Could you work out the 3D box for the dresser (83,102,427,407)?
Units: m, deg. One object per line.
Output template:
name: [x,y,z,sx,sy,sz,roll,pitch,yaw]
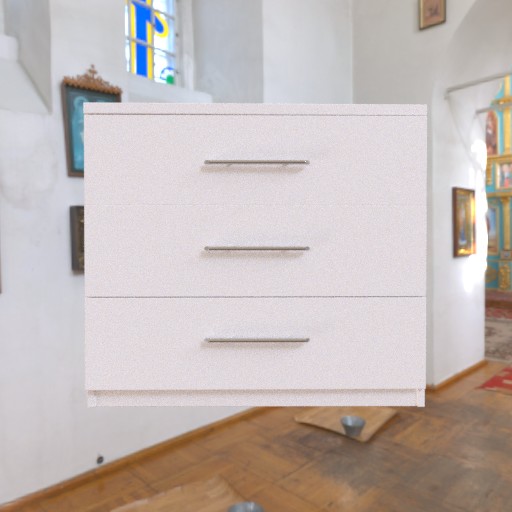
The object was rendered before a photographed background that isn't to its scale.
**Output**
dresser: [0.000,0.000,1.262,0.830,0.740,0.420,0,1,0]
